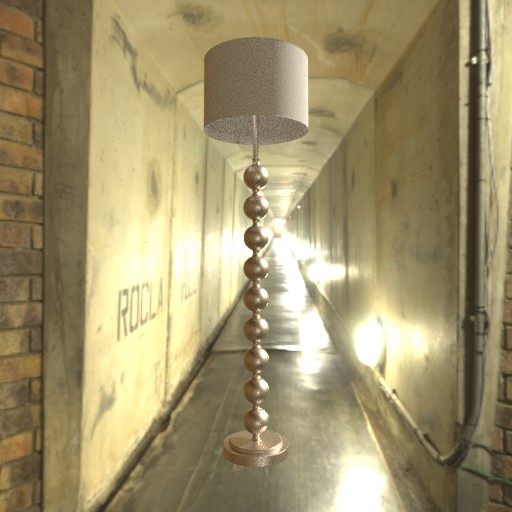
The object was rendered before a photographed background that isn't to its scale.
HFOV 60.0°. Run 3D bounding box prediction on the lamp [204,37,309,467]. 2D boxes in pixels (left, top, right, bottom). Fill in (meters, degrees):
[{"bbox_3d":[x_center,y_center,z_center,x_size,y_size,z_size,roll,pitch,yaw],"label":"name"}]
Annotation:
[{"bbox_3d":[0.000,0.000,1.673,0.394,1.474,0.394,0,0,35],"label":"lamp"}]
